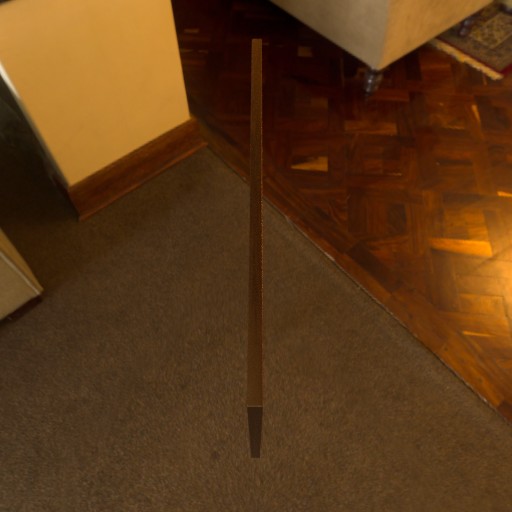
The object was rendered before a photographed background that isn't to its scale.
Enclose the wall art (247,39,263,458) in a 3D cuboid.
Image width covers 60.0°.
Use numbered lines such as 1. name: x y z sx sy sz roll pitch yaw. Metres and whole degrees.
1. wall art: 0.000 0.000 0.557 0.012 0.304 0.431 0 59 0
